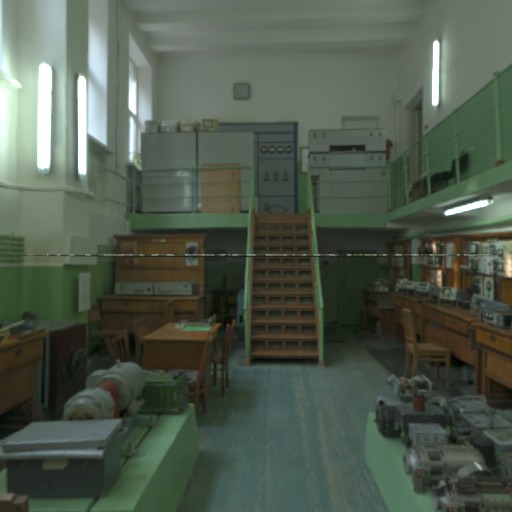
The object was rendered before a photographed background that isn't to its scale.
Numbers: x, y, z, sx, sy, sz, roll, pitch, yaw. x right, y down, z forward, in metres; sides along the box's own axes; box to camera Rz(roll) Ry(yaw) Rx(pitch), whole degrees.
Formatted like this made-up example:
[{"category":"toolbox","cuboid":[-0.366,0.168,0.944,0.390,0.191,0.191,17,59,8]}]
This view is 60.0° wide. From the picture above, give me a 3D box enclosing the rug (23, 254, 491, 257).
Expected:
[{"category":"rug","cuboid":[0.000,0.000,2.303,1.829,0.008,1.219,0,0,1]}]
